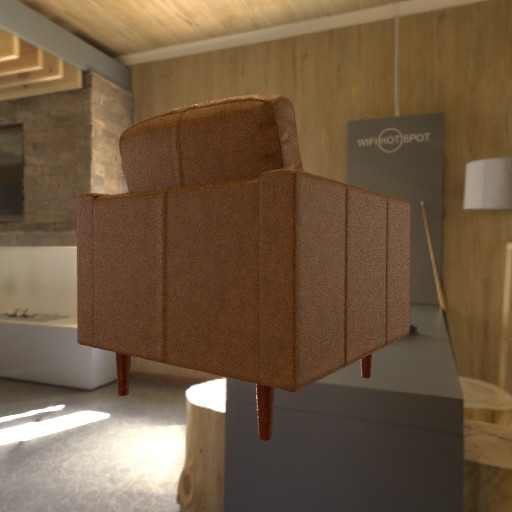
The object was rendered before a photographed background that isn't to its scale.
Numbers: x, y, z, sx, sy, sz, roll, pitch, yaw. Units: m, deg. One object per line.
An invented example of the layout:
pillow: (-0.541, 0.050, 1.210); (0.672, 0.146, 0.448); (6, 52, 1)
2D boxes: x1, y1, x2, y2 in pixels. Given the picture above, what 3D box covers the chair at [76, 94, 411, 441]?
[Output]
chair: (0.000, 0.000, 1.645); (0.890, 0.956, 0.909); (1, 1, 36)
